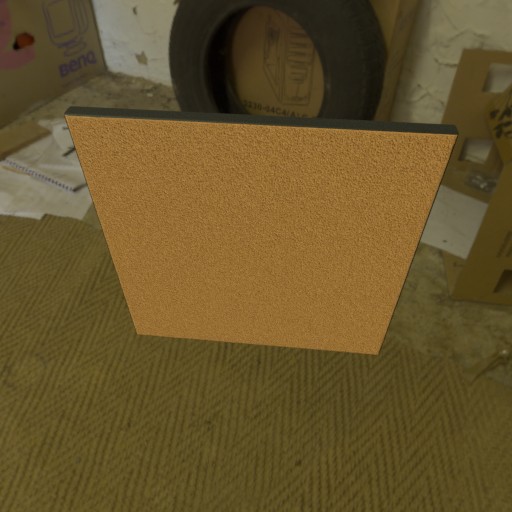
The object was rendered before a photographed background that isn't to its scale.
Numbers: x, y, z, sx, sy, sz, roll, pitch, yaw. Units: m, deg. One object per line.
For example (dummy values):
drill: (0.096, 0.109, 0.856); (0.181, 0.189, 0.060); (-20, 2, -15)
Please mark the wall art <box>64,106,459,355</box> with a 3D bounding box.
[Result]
wall art: (0.000, 0.000, 0.676); (0.456, 0.453, 0.022); (4, 46, 4)
